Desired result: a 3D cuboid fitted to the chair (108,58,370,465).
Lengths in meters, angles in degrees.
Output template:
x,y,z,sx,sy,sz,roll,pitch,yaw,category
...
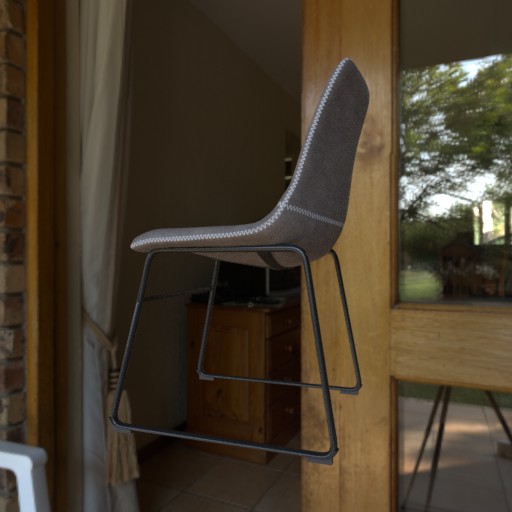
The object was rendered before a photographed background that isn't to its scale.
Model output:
x,y,z,sx,sy,sz,roll,pitch,yaw,category
0.000,0.000,1.110,0.550,0.780,0.460,0,0,19,chair
